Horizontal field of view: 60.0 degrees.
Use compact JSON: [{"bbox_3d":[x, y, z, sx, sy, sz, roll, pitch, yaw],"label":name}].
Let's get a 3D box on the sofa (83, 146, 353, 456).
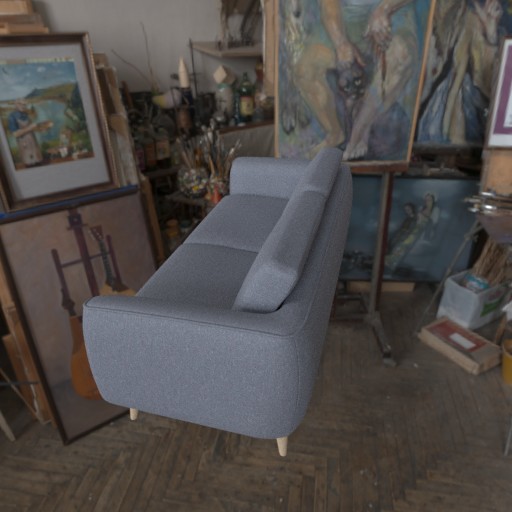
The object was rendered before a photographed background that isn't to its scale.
[{"bbox_3d":[0.000,0.000,2.514,0.920,0.870,2.000,8,30,13],"label":"sofa"}]
